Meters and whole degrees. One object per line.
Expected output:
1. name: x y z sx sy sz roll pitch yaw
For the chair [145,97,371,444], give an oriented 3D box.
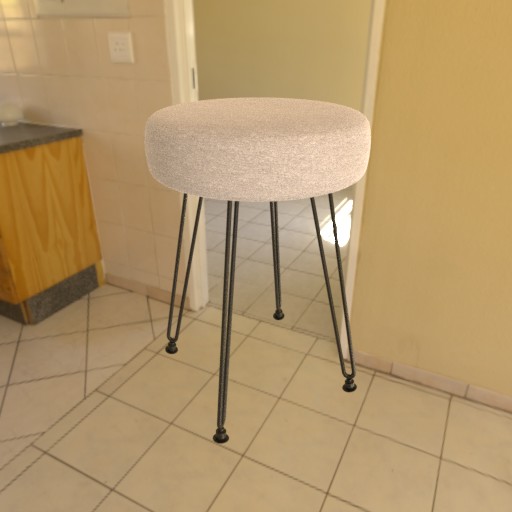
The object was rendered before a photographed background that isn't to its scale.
1. chair: 0.000 0.000 0.683 0.350 0.440 0.350 8 28 16
